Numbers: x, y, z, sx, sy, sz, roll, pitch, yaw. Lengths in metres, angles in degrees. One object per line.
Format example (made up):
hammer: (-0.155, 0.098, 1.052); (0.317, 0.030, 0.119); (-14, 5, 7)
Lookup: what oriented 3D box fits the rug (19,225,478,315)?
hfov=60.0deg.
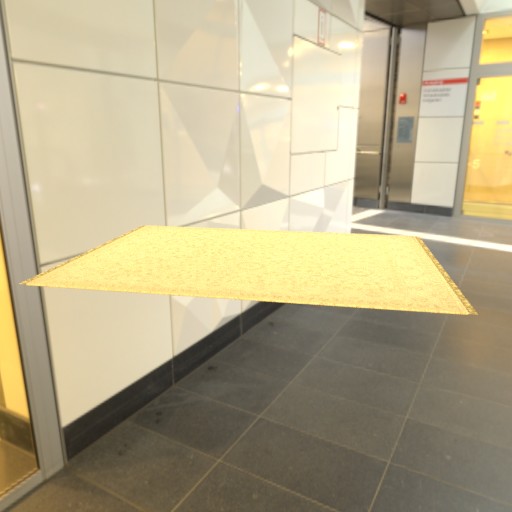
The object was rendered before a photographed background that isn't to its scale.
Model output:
rug: (0.000, 0.000, 2.829); (2.233, 0.011, 1.514); (3, 16, 10)
